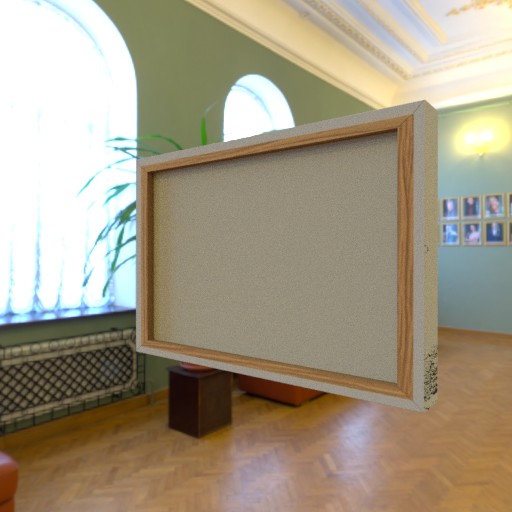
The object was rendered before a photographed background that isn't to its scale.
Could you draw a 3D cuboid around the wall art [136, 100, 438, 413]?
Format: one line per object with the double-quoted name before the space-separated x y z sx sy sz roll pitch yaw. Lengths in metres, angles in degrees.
"wall art" 0.000 0.000 0.497 0.381 0.259 0.038 0 0 38
